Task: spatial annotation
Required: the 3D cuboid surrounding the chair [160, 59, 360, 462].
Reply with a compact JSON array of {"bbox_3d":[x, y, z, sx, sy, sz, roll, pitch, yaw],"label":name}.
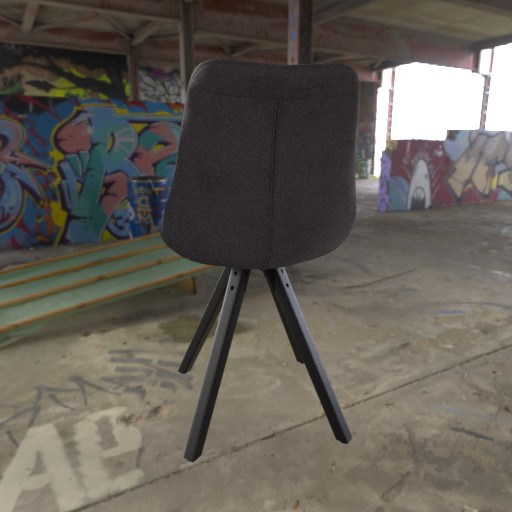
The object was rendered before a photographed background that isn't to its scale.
[{"bbox_3d":[0.000,0.000,1.147,0.476,0.850,0.550,-2,14,-10],"label":"chair"}]
